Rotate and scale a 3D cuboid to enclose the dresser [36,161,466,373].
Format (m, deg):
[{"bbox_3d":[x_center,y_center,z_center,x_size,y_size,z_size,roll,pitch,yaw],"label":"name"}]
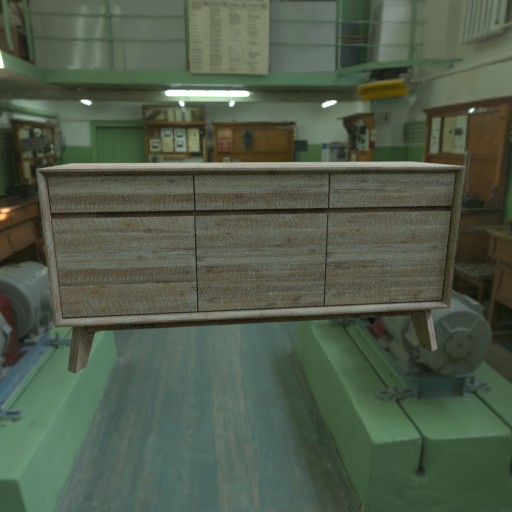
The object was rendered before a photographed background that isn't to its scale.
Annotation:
[{"bbox_3d":[0.000,0.000,1.953,1.602,0.788,0.455,-2,14,-7],"label":"dresser"}]
